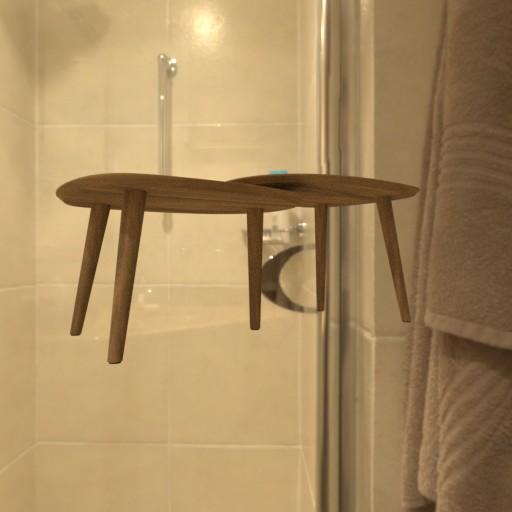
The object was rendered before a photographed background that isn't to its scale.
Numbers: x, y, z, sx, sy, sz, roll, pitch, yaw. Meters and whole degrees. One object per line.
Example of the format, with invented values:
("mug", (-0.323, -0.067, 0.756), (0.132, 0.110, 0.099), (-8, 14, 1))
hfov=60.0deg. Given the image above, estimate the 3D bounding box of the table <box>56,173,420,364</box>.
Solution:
("table", (0.000, 0.000, 1.312), (1.084, 0.429, 0.527), (0, 0, -36))
